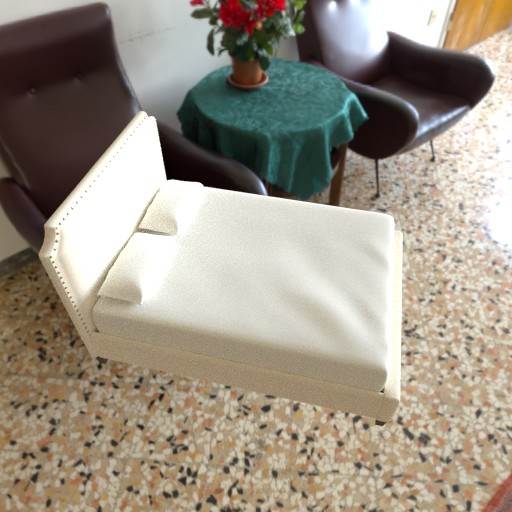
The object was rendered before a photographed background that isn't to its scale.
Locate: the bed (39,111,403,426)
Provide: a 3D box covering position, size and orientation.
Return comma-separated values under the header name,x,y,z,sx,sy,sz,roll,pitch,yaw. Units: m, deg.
name,x,y,z,sx,sy,sz,roll,pitch,yaw
bed,0.000,0.000,3.481,2.365,1.443,1.712,10,47,9
